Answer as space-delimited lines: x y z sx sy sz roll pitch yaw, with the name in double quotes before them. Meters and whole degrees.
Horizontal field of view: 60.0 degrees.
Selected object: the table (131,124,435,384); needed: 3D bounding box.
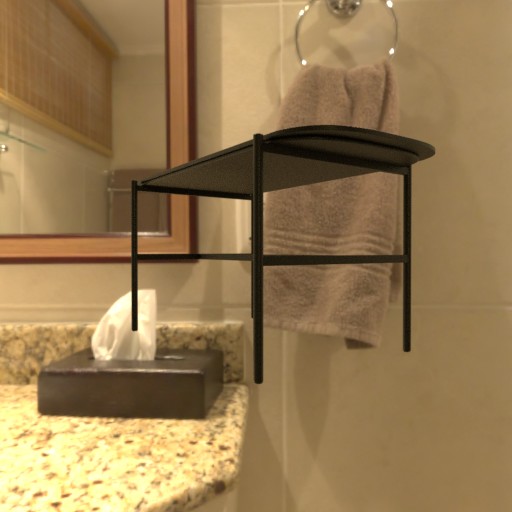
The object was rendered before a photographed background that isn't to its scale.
"table" 0.000 0.000 1.048 0.400 0.400 0.800 0 1 -35
